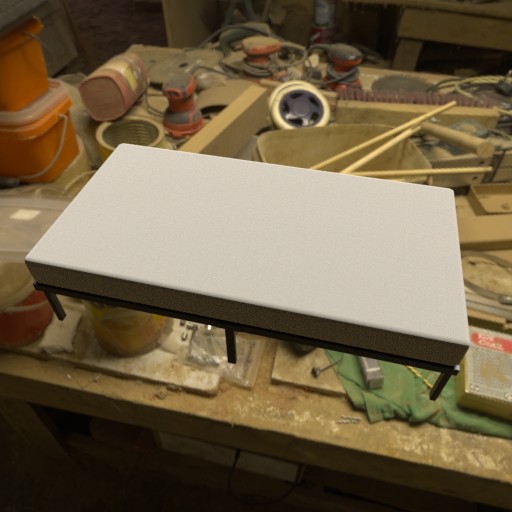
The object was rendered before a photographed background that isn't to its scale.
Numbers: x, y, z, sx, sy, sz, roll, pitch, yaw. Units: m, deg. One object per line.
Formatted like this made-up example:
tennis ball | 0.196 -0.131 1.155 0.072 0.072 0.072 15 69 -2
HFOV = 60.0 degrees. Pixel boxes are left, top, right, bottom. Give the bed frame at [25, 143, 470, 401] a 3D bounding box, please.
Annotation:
bed frame | 0.000 0.000 3.179 2.635 0.680 1.393 10 47 9
